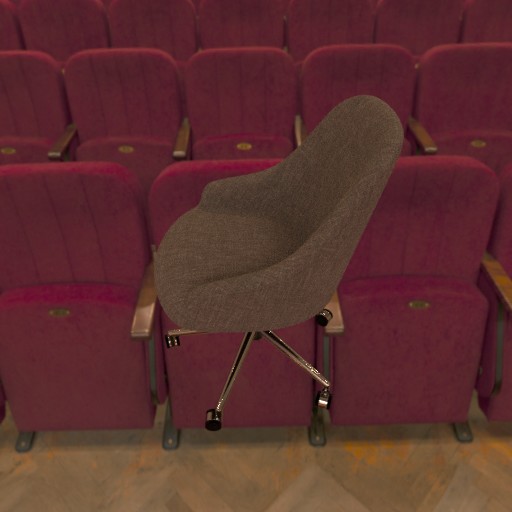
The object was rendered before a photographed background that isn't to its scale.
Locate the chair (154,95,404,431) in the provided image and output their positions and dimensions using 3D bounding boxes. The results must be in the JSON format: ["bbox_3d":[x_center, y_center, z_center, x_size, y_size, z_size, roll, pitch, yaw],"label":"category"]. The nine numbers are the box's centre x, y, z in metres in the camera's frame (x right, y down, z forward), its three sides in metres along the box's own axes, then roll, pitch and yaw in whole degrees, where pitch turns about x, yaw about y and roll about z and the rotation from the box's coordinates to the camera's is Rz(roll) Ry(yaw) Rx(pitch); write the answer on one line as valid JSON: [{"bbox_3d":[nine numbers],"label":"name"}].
[{"bbox_3d":[0.000,0.000,1.415,0.712,0.950,0.671,-1,40,-1],"label":"chair"}]
